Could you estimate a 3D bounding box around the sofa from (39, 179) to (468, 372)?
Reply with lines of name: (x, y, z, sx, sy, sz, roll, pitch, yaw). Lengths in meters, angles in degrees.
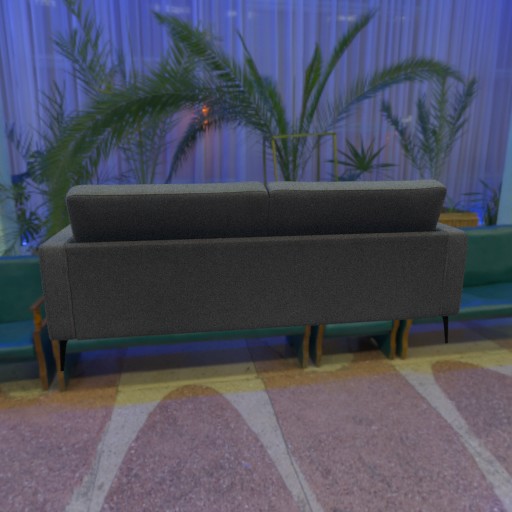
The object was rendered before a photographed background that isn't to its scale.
sofa: (0.000, 0.000, 2.346, 1.925, 0.828, 0.774, -2, 15, -9)
